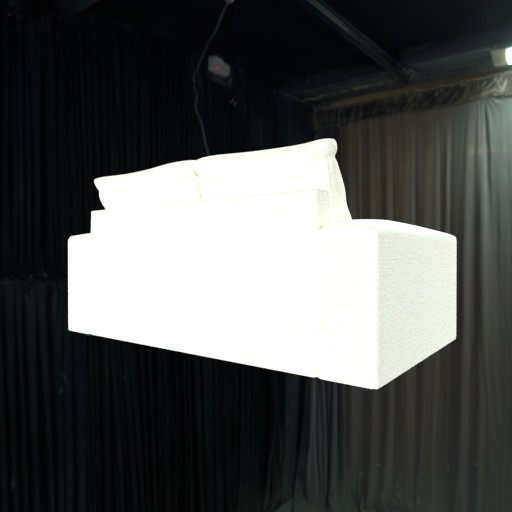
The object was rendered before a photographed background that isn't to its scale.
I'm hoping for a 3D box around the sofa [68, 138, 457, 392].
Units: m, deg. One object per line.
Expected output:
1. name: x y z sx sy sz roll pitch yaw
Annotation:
1. sofa: 0.000 0.000 2.320 1.754 0.875 1.091 0 1 37
